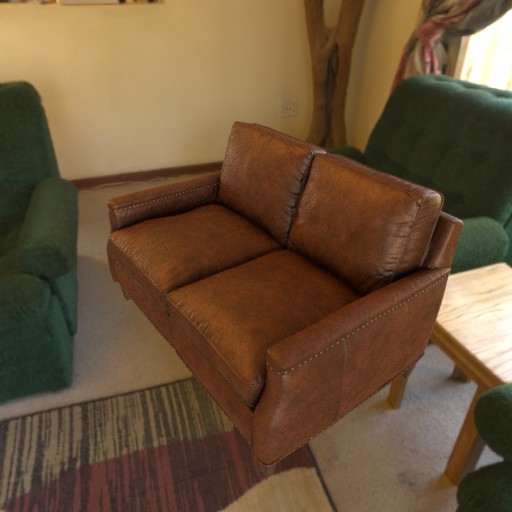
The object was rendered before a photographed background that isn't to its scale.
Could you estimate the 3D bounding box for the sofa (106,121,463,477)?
[{"bbox_3d":[0.000,0.000,2.280,1.083,1.003,1.628,-21,38,-30],"label":"sofa"}]
